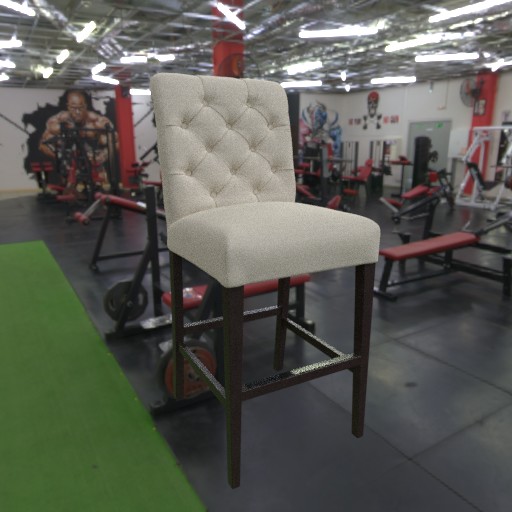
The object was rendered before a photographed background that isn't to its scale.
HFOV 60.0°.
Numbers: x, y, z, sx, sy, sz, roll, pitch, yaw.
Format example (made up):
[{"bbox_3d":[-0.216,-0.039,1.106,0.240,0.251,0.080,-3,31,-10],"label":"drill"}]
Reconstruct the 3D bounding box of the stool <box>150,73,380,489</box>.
[{"bbox_3d":[0.000,0.000,1.404,0.482,1.118,0.610,-8,17,-28],"label":"stool"}]
